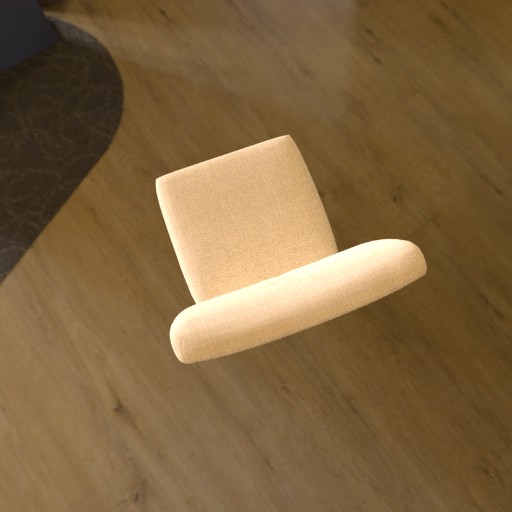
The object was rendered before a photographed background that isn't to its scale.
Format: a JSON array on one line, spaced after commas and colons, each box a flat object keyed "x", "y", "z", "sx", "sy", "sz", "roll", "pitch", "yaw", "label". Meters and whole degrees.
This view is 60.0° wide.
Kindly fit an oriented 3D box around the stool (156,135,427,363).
[{"x": 0.000, "y": 0.000, "z": 1.428, "sx": 0.516, "sy": 1.124, "sz": 0.603, "roll": -20, "pitch": 76, "yaw": -5, "label": "stool"}]
